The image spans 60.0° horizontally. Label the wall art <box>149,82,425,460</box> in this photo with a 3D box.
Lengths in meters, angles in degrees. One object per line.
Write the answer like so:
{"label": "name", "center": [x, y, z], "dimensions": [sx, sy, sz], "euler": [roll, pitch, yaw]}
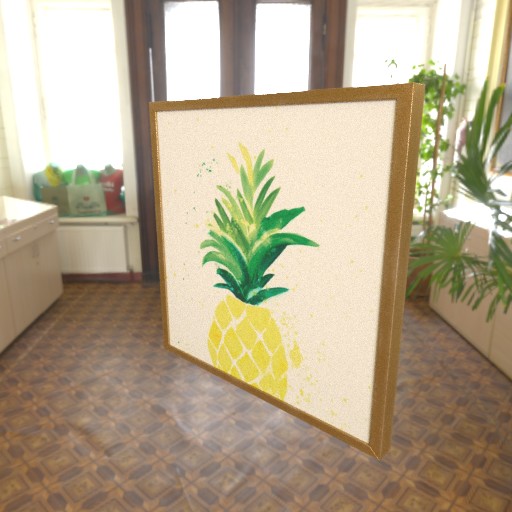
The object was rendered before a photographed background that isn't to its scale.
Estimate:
{"label": "wall art", "center": [0.000, 0.000, 0.745], "dimensions": [0.510, 0.509, 0.033], "euler": [14, 21, 40]}
